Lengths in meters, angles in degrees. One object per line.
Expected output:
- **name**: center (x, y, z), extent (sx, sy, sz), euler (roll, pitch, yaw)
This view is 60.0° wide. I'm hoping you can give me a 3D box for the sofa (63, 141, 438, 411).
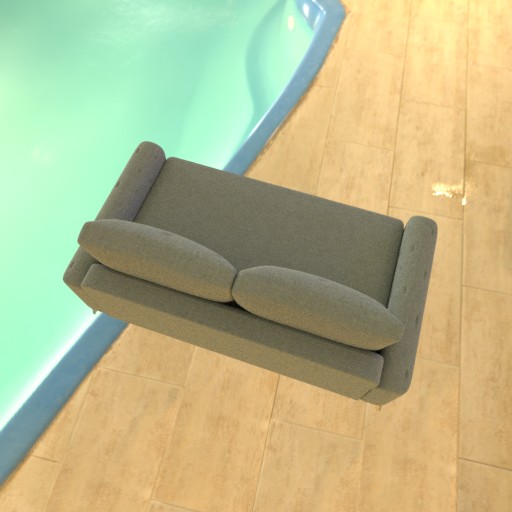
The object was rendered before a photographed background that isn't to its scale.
- **sofa**: center (0.000, 0.000, 2.207), extent (1.650, 0.790, 0.920), euler (17, 65, 8)
